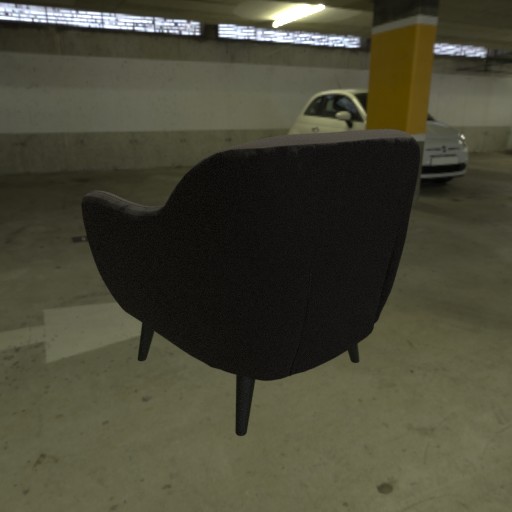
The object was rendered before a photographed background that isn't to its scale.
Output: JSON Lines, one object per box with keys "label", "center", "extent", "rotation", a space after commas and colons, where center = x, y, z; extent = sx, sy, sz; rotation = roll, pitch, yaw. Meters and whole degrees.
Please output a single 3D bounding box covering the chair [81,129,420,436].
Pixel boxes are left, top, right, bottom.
{"label": "chair", "center": [0.000, 0.000, 1.449], "extent": [0.840, 0.807, 0.819], "rotation": [-16, 24, -41]}
